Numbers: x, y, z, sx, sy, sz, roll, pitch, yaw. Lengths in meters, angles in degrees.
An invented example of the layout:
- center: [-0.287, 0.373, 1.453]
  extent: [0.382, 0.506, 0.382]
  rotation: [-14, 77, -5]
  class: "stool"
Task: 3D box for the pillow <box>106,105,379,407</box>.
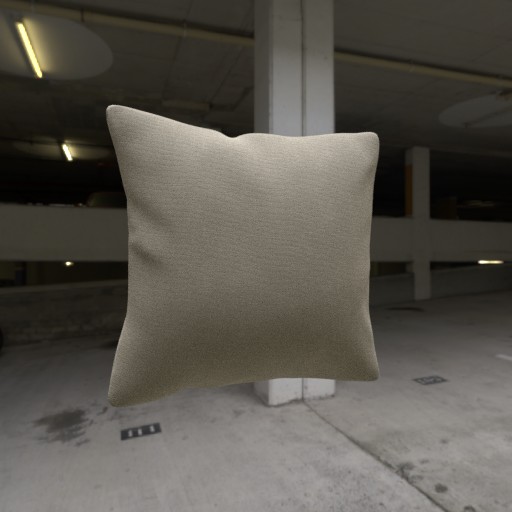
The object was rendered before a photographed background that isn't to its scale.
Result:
- center: [0.000, 0.000, 0.681]
  extent: [0.437, 0.420, 0.162]
  rotation: [0, 0, -19]
  class: "pillow"
